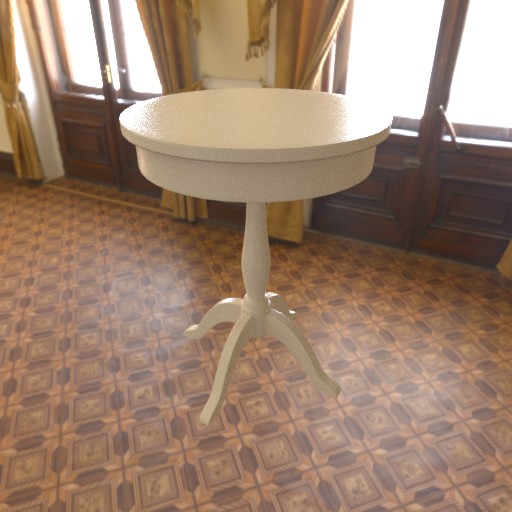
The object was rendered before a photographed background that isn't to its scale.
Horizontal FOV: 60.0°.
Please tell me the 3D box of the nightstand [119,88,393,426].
[{"bbox_3d":[0.000,0.000,1.023,0.513,0.653,0.513,22,37,33],"label":"nightstand"}]
